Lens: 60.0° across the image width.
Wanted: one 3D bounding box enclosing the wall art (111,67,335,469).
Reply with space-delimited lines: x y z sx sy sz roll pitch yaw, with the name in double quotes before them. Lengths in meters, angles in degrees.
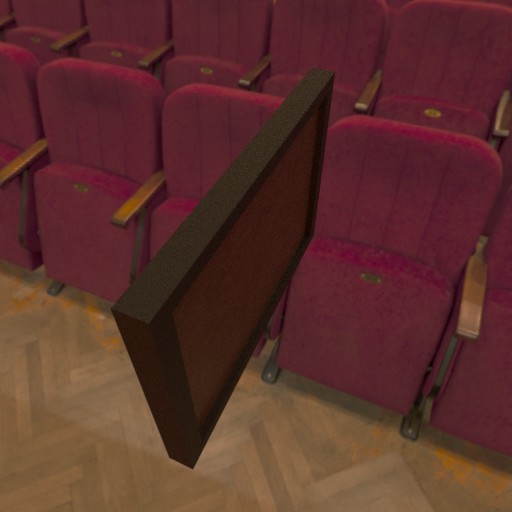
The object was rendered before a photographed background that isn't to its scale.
"wall art" 0.000 0.000 0.855 0.051 0.456 0.671 18 49 16
